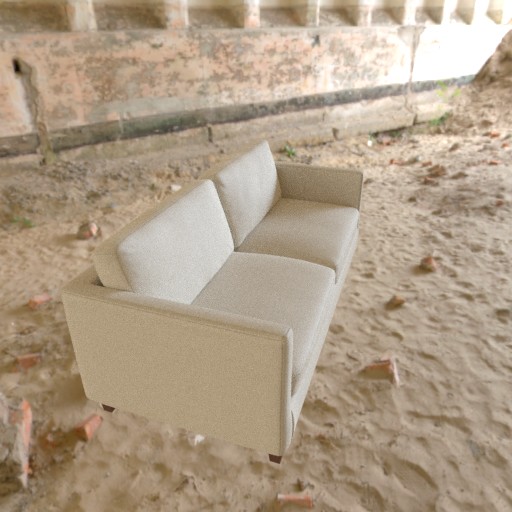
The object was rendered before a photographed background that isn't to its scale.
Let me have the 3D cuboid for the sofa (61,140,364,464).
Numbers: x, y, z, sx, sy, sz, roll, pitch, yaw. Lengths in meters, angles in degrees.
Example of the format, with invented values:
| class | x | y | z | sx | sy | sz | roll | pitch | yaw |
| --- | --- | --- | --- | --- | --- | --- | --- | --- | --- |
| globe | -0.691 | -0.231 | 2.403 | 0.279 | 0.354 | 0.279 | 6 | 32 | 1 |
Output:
| class | x | y | z | sx | sy | sz | roll | pitch | yaw |
| --- | --- | --- | --- | --- | --- | --- | --- | --- | --- |
| sofa | 0.000 | 0.000 | 2.512 | 0.965 | 0.889 | 1.981 | 9 | 29 | 17 |
